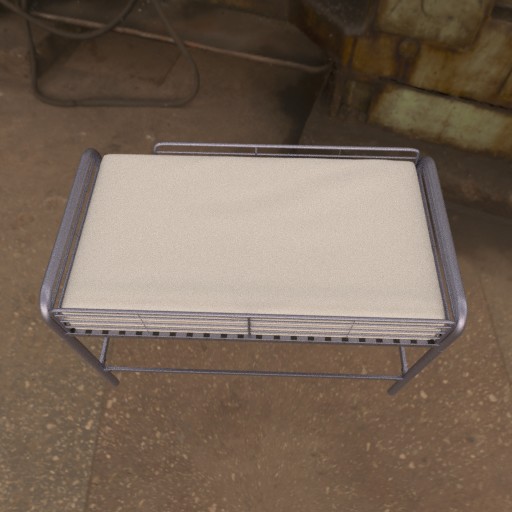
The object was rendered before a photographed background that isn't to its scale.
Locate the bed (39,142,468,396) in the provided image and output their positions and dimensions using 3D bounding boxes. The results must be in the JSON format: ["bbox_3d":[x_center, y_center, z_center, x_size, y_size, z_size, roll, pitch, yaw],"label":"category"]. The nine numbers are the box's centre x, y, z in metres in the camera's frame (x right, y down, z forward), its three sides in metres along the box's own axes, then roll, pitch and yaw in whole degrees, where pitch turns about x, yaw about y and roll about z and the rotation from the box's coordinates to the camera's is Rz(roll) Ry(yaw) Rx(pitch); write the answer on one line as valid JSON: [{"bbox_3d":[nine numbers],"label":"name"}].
[{"bbox_3d":[0.000,0.000,2.869,1.965,1.288,1.415,2,59,1],"label":"bed"}]
